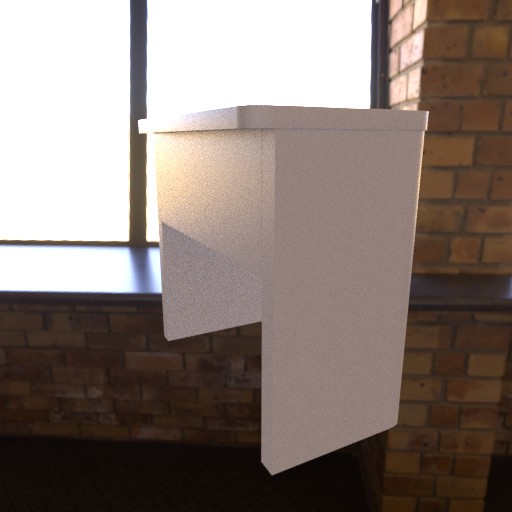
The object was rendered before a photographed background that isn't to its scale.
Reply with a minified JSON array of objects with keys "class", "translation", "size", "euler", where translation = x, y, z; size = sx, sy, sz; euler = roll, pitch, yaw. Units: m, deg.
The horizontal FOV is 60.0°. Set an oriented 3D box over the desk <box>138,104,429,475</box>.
[{"class":"desk","translation":[0.000,0.000,1.267],"size":[0.446,0.760,0.790],"euler":[-8,17,-27]}]
